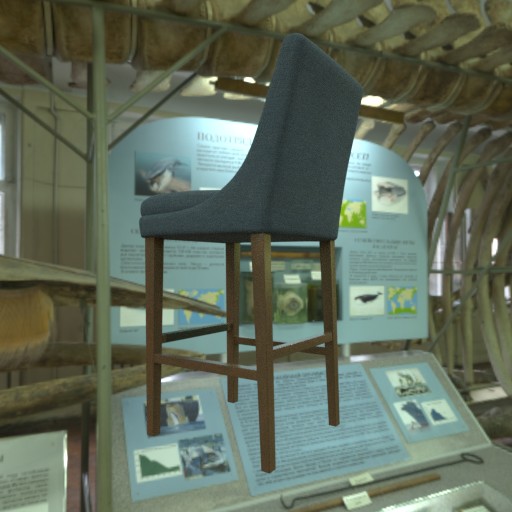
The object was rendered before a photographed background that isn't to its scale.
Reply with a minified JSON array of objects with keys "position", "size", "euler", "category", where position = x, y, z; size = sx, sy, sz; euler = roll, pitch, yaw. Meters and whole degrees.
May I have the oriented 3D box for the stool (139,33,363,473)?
[{"position":[0.000,0.000,1.370],"size":[0.577,1.078,0.470],"euler":[-1,-1,35],"category":"stool"}]
